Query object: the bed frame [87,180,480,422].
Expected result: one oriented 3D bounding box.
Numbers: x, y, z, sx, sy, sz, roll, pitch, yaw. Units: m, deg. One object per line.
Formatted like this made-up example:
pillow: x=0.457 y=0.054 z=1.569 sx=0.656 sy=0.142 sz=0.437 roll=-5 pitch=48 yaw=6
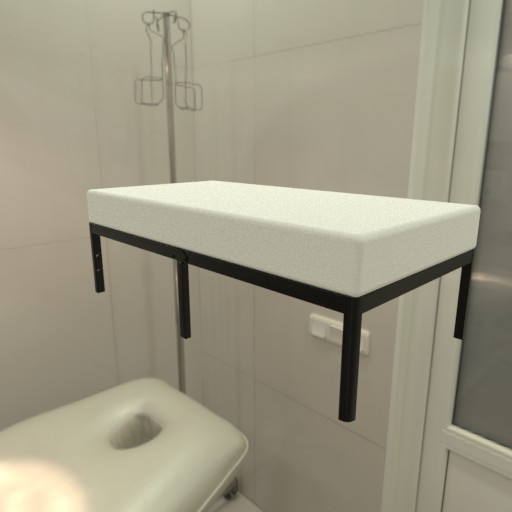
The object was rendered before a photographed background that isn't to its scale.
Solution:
bed frame: x=0.000 y=0.000 z=2.446 sx=1.023 sy=0.659 sz=1.950 roll=-14 pitch=20 yaw=-43
